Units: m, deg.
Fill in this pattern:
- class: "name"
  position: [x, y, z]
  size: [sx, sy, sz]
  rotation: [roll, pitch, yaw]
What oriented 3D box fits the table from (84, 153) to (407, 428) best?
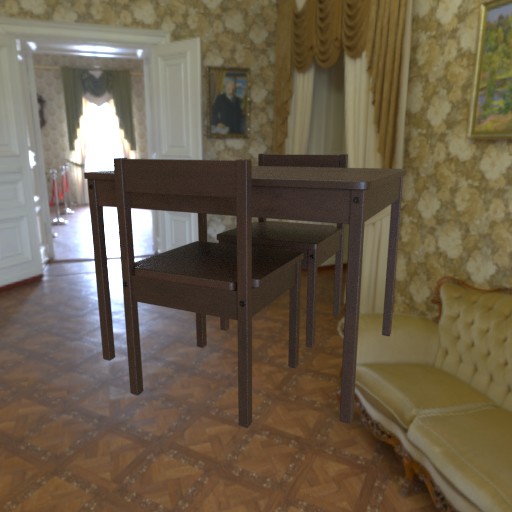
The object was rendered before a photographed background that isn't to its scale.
- class: "table"
  position: [0.000, 0.000, 1.138]
  size: [0.650, 0.503, 0.672]
  rotation: [6, 15, 25]
